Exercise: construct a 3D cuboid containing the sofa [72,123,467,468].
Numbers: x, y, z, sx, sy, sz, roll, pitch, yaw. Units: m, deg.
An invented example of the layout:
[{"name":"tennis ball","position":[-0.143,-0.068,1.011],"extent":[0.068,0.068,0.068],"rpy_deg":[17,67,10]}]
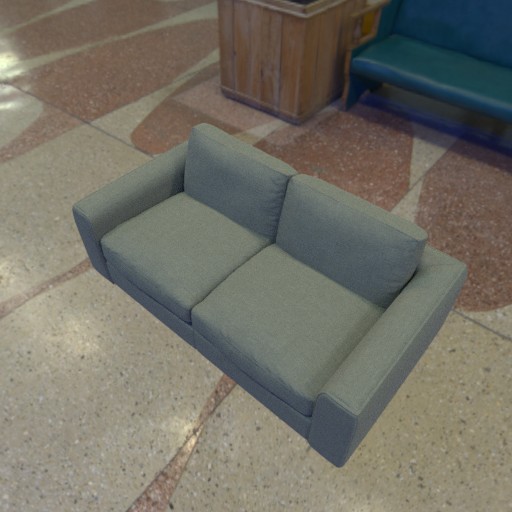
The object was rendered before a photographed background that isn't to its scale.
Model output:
[{"name":"sofa","position":[0.000,0.000,2.447],"extent":[1.920,0.800,1.069],"rpy_deg":[32,54,27]}]
